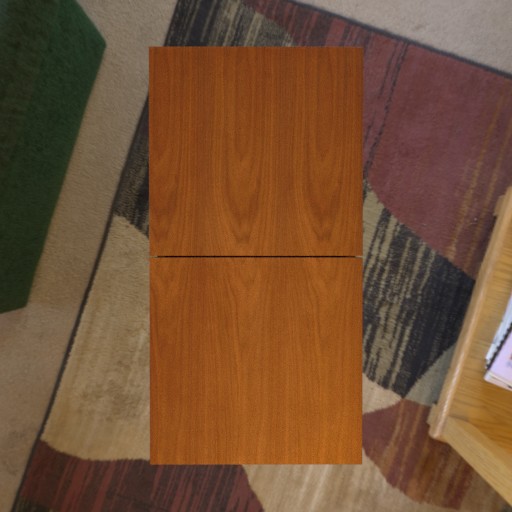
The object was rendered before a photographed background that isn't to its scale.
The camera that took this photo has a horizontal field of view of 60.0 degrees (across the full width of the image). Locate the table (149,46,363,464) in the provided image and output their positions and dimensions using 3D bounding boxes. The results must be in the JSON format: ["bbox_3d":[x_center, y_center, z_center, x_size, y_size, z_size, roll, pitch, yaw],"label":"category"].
[{"bbox_3d":[0.000,0.000,1.431,0.610,0.330,1.194,0,91,0],"label":"table"}]
